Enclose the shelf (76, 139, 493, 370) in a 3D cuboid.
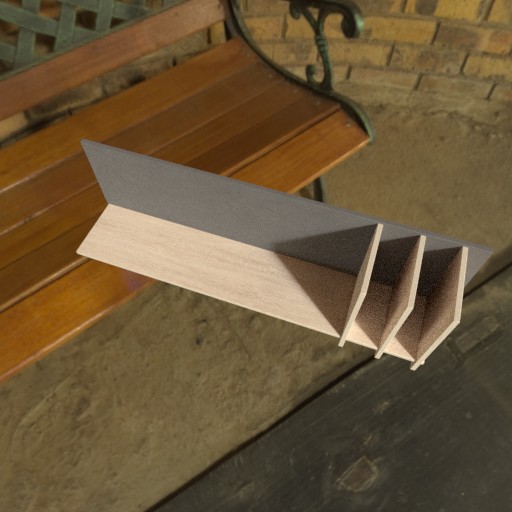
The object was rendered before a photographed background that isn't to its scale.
[{"bbox_3d":[0.000,0.000,1.127,1.020,0.300,0.200,17,59,10],"label":"shelf"}]
